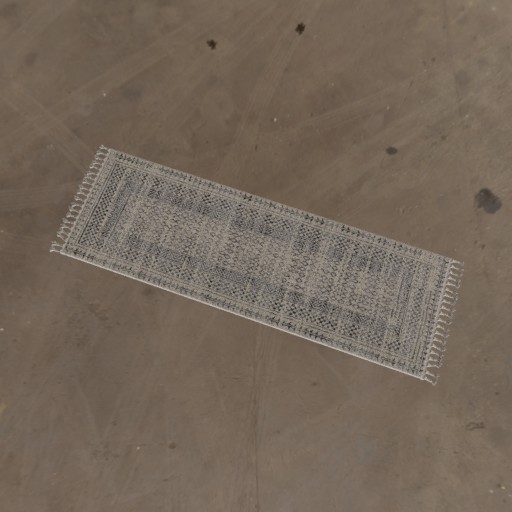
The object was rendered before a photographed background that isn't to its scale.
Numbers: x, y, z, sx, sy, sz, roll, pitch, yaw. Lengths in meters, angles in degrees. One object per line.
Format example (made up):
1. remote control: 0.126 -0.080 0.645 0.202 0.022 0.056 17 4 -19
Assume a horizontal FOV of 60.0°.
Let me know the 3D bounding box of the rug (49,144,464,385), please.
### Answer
1. rug: 0.000 0.000 2.744 2.480 0.013 0.786 19 76 5
